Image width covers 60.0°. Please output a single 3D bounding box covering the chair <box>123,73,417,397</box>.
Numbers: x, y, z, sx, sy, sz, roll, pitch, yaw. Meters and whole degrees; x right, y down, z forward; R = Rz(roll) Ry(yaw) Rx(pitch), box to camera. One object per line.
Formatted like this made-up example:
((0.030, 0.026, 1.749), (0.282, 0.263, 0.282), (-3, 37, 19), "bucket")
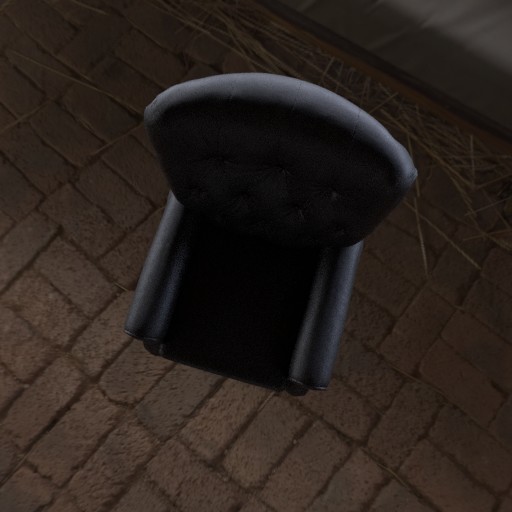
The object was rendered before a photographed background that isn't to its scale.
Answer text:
((0.000, 0.000, 1.916), (0.948, 1.158, 1.058), (15, 77, 4), "chair")
